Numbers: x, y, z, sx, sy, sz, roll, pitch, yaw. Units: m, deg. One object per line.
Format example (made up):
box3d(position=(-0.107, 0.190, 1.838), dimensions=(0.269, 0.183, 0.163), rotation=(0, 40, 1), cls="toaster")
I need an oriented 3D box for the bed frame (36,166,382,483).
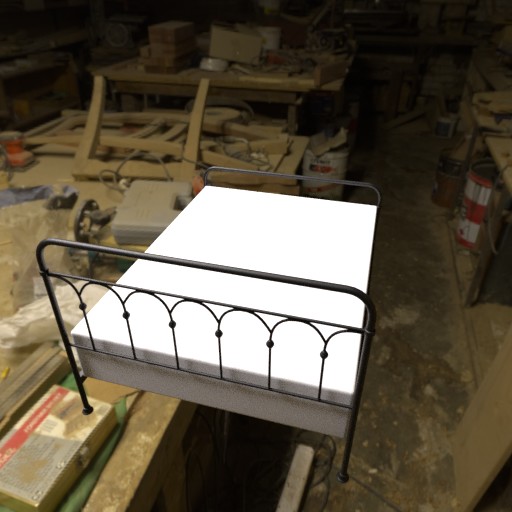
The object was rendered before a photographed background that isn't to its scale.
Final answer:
box3d(position=(0.000, 0.000, 3.127), dimensions=(1.664, 1.276, 2.203), rotation=(9, 34, 13), cls="bed frame")
